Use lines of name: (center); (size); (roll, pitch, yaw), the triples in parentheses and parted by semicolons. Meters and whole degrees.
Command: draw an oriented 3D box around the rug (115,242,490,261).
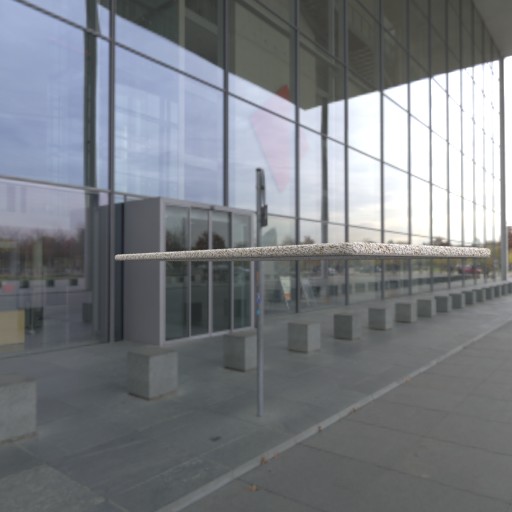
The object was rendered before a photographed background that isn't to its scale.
rug: (0.000, 0.000, 1.738); (0.609, 0.030, 1.524); (1, -1, -36)
